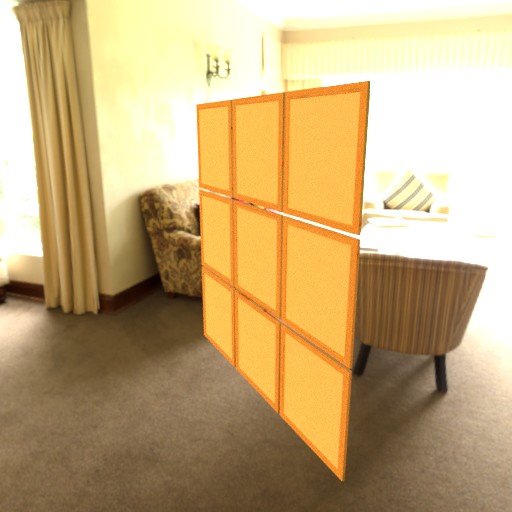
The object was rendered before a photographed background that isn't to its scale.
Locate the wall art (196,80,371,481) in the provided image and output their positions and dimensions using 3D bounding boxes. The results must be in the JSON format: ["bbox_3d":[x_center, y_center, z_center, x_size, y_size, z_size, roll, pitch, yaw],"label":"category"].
[{"bbox_3d":[0.000,0.000,2.239,0.013,1.523,1.517,-8,18,-27],"label":"wall art"}]
